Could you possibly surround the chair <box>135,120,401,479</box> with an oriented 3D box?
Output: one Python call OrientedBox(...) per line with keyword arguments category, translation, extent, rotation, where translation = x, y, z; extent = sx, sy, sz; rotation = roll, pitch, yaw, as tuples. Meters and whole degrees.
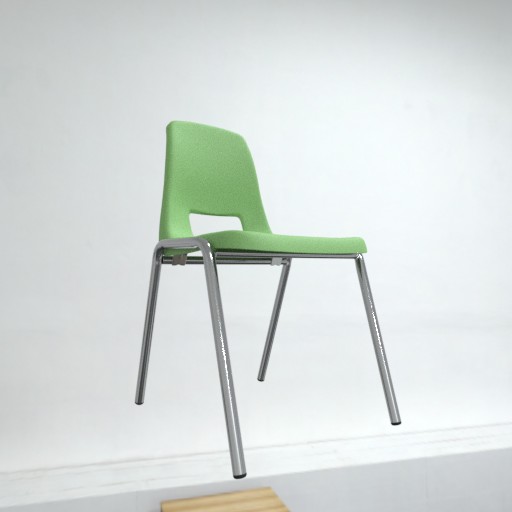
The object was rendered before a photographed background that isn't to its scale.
OrientedBox(category="chair", translation=(0.000, 0.000, 0.918), extent=(0.381, 0.653, 0.436), rotation=(1, -2, -36))
